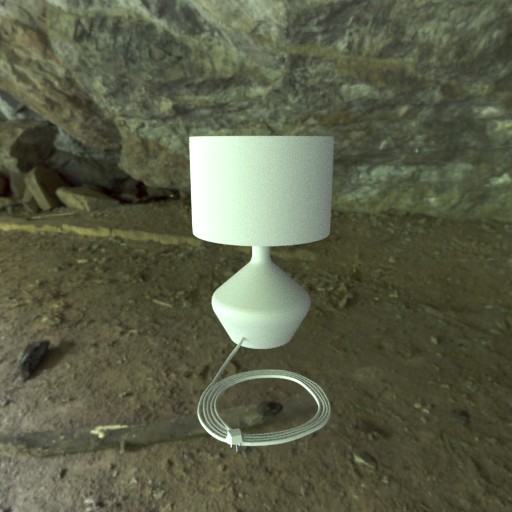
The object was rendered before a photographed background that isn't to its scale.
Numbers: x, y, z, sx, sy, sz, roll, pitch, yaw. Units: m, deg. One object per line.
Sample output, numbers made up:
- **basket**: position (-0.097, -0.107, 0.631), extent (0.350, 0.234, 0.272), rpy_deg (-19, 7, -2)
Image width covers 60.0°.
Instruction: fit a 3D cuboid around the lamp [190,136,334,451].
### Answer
- **lamp**: position (0.000, 0.000, 0.875), extent (0.401, 0.457, 0.546), rpy_deg (7, 16, 26)
